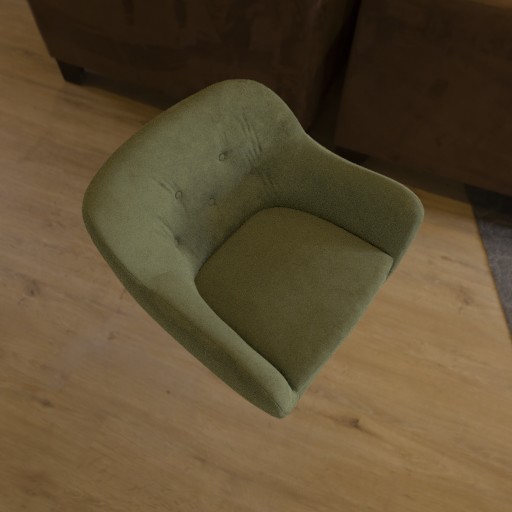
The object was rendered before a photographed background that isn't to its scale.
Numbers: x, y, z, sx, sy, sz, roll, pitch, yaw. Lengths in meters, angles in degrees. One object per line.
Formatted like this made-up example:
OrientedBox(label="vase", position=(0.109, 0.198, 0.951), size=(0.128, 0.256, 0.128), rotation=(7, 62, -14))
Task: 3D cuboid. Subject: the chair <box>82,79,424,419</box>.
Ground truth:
OrientedBox(label="chair", position=(0.000, 0.000, 1.542), size=(0.819, 0.804, 0.840), rotation=(34, 63, 20))
